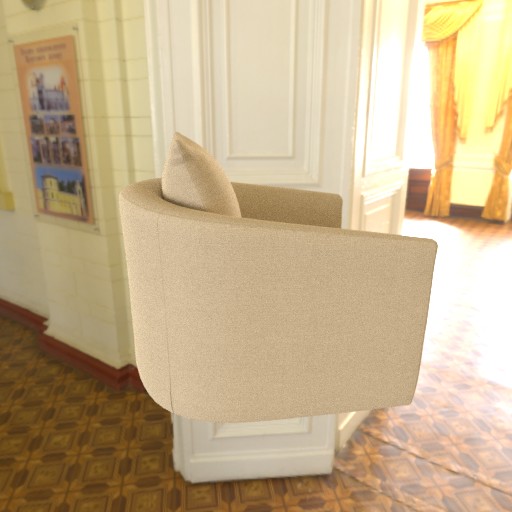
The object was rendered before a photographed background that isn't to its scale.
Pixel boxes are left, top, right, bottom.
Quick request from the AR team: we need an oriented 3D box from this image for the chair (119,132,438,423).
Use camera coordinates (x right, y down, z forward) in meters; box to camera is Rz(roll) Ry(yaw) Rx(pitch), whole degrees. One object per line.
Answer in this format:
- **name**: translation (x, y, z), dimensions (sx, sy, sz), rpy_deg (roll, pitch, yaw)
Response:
- **chair**: translation (0.000, 0.000, 1.597), dimensions (0.910, 0.848, 0.845), rpy_deg (-3, 18, -9)
